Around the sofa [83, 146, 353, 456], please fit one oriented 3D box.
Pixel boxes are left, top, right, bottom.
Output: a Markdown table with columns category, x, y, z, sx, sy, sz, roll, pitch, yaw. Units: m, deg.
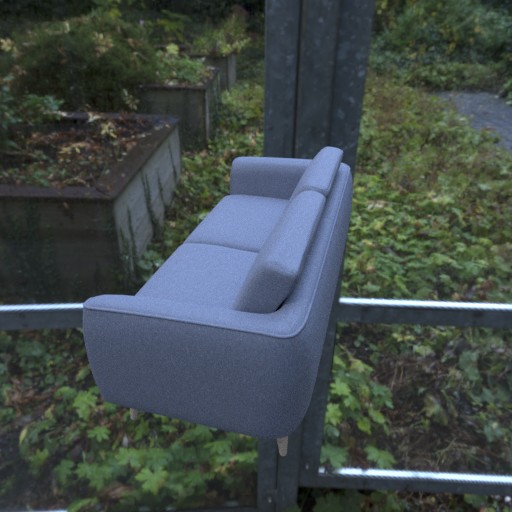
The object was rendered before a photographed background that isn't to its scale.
| category | x | y | z | sx | sy | sz | roll | pitch | yaw |
| --- | --- | --- | --- | --- | --- | --- | --- | --- | --- |
| sofa | 0.000 | 0.000 | 2.514 | 0.920 | 0.870 | 2.000 | 8 | 30 | 13 |
